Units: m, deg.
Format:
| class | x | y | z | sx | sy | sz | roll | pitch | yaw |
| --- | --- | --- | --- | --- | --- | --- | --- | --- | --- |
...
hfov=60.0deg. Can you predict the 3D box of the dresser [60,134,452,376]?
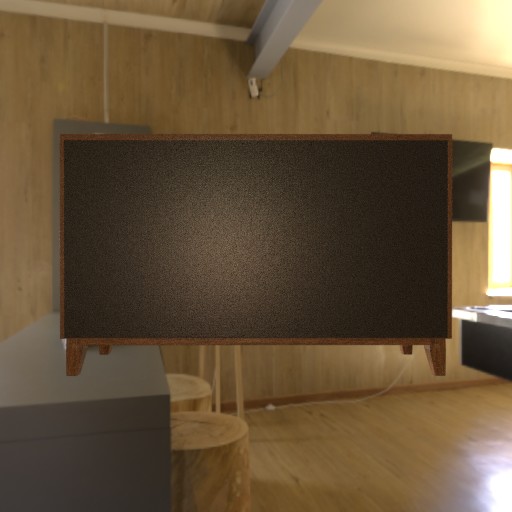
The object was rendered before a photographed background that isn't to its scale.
| class | x | y | z | sx | sy | sz | roll | pitch | yaw |
| --- | --- | --- | --- | --- | --- | --- | --- | --- | --- |
| dresser | 0.000 | 0.000 | 1.803 | 1.400 | 0.873 | 0.446 | 0 | 0 | 0 |
